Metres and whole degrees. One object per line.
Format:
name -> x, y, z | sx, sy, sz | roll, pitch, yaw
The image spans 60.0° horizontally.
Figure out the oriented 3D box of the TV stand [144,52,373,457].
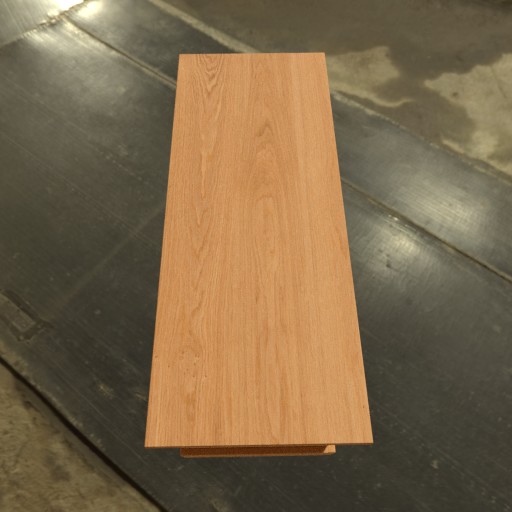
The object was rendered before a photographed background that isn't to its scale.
TV stand -> 0.000, 0.000, 1.326 | 0.440, 0.550, 1.080 | -1, 63, 0
